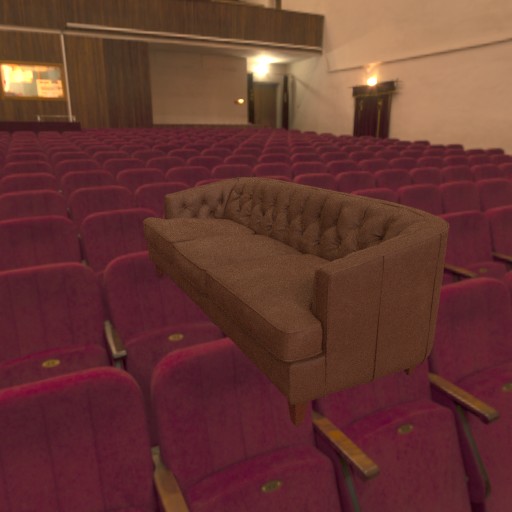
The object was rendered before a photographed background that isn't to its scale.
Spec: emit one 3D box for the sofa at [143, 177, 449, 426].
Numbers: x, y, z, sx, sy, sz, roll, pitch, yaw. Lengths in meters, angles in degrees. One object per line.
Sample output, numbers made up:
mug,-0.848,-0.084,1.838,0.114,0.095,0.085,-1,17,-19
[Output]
sofa,0.000,0.000,2.683,0.927,0.787,2.227,-8,17,-26
